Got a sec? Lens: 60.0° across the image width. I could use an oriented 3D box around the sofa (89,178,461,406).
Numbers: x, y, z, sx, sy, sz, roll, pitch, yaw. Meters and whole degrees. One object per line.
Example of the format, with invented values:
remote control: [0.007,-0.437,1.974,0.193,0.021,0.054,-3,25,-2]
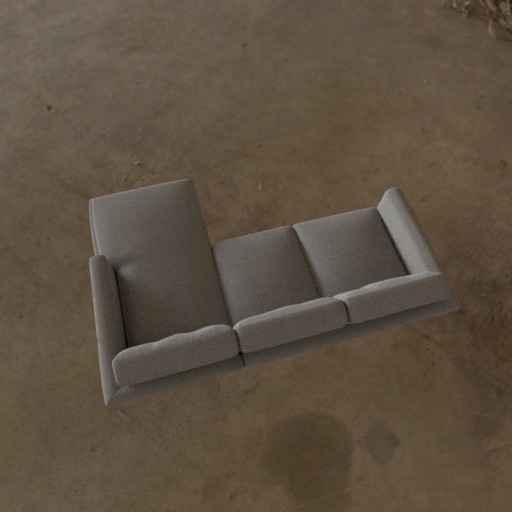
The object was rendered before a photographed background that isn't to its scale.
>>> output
sofa: [0.000,0.000,2.896,2.040,0.860,1.530,-14,60,-8]
